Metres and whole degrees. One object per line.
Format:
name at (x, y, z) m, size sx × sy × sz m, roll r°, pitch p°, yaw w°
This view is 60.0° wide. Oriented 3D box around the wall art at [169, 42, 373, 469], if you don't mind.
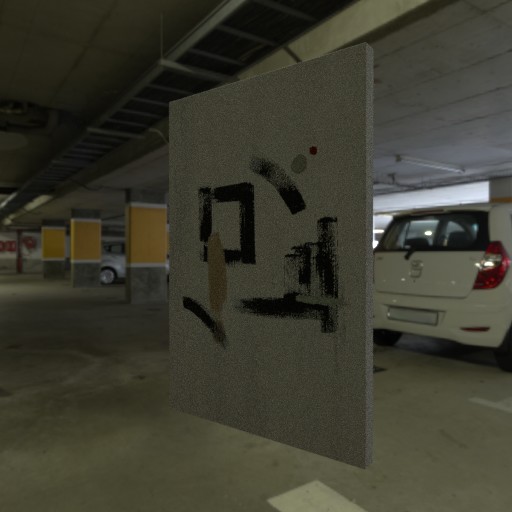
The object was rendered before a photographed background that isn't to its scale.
wall art at (0.000, 0.000, 1.154) m, size 0.624 × 0.914 × 0.043 m, roll 0°, pitch 0°, yaw 38°
